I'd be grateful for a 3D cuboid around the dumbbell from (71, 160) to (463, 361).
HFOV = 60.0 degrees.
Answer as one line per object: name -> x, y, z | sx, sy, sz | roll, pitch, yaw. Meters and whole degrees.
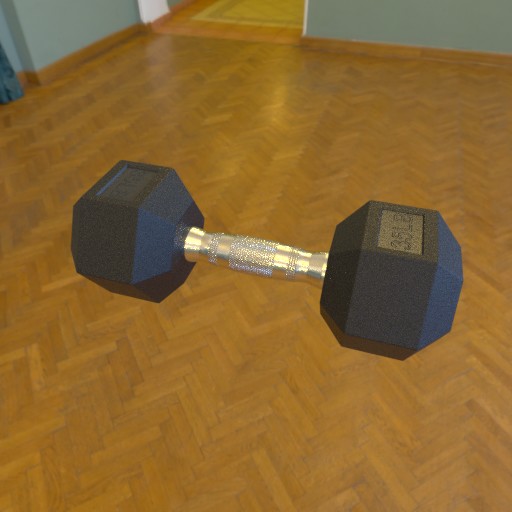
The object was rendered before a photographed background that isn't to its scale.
dumbbell -> 0.000, 0.000, 0.430 | 0.356, 0.123, 0.141 | 11, 43, 13
